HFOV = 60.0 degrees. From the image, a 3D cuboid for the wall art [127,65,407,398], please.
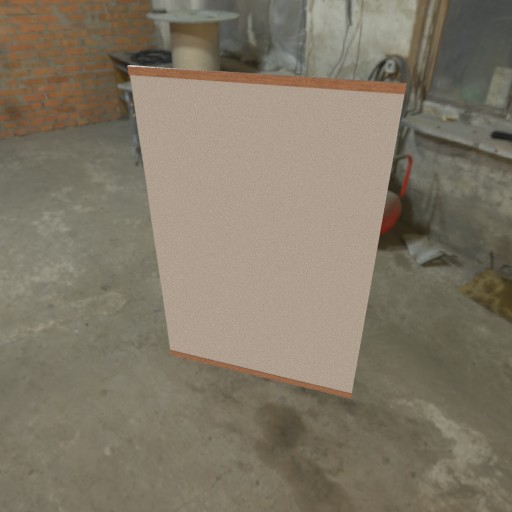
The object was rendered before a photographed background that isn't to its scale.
[{"bbox_3d":[0.000,0.000,1.970,1.019,1.527,0.019,10,34,15],"label":"wall art"}]
